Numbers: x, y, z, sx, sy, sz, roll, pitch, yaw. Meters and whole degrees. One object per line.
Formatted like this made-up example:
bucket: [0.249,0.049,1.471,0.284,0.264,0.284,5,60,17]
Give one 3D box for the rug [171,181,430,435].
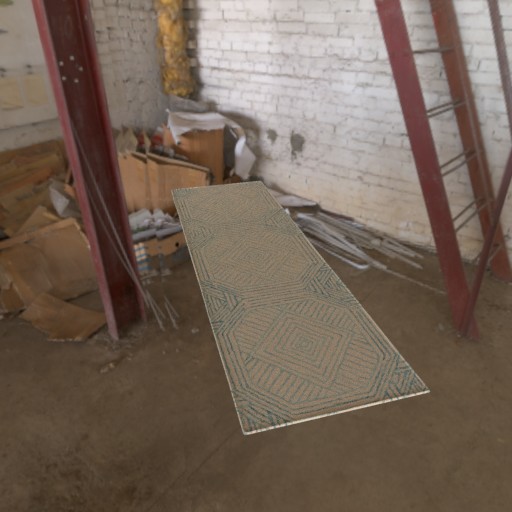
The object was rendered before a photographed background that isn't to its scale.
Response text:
rug: [0.000,0.000,2.706,0.775,0.012,2.452,-8,31,-13]
